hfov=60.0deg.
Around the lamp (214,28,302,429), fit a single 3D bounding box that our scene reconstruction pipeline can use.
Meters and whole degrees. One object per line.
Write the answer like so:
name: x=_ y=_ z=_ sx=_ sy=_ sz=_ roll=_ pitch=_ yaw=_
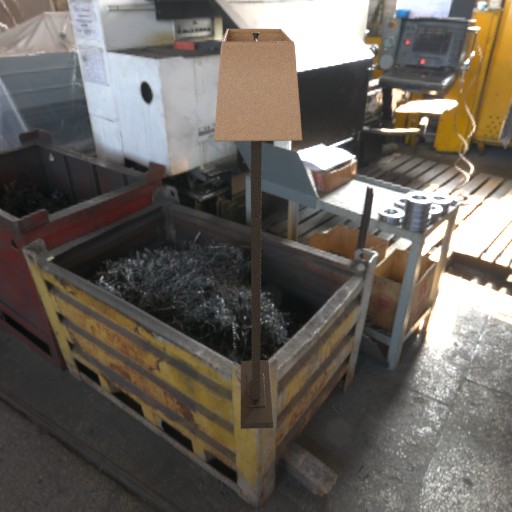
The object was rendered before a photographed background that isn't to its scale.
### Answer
lamp: x=0.000 y=0.000 z=1.628 sx=0.233 sy=1.469 sz=0.475 roll=-1 pitch=31 yaw=-1
